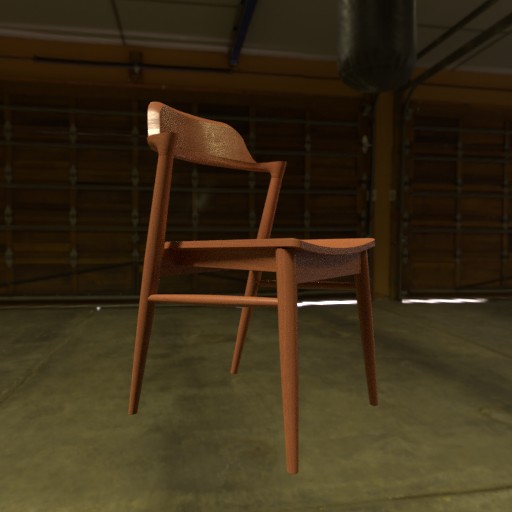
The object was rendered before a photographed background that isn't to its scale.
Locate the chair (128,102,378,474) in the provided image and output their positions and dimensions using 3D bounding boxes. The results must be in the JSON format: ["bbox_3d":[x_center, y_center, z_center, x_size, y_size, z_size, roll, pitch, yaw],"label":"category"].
[{"bbox_3d":[0.000,0.000,1.143,0.499,0.801,0.496,2,3,36],"label":"chair"}]
